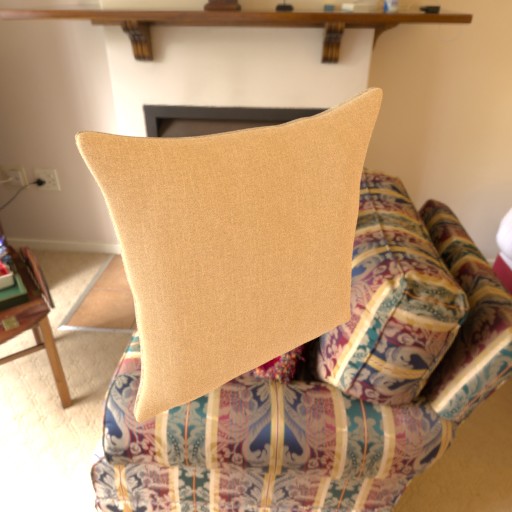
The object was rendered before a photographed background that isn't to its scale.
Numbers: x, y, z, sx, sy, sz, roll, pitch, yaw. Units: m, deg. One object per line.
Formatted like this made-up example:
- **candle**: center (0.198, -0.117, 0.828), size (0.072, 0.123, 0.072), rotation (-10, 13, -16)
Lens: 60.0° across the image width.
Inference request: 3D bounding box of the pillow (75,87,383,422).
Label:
- **pillow**: center (0.000, 0.000, 0.655), size (0.436, 0.432, 0.138), rotation (-19, 36, -29)
